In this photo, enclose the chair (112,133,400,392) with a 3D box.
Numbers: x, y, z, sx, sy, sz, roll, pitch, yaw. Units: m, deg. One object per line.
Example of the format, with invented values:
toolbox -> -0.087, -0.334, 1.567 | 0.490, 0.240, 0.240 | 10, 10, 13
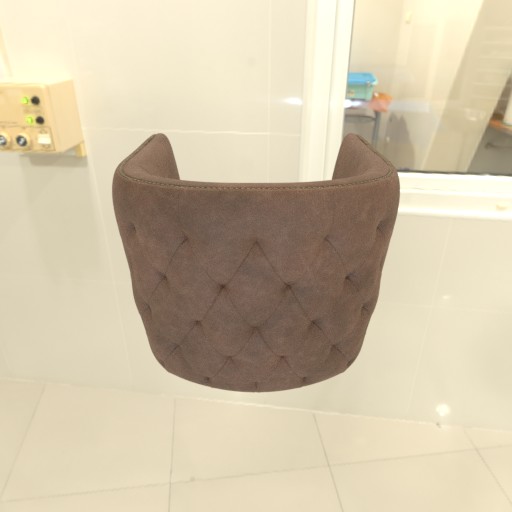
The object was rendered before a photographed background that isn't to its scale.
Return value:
chair -> 0.000, 0.000, 1.526 | 0.850, 0.790, 0.870 | 0, 29, 0
